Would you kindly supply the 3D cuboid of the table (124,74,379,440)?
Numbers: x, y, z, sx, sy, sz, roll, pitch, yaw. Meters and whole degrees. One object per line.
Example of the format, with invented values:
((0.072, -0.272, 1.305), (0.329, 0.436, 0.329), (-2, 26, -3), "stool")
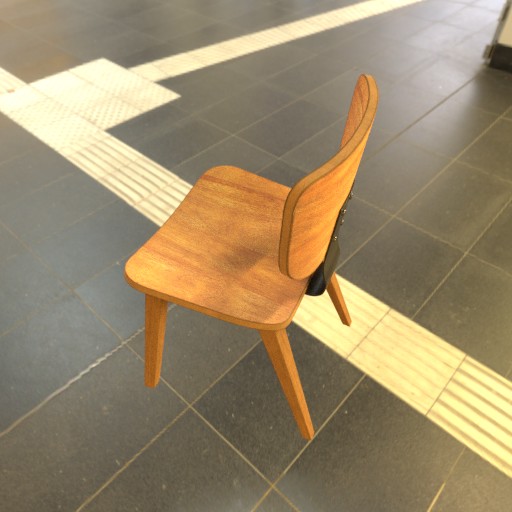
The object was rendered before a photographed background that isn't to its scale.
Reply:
((0.000, 0.000, 1.091), (0.500, 0.805, 0.499), (17, 48, 16), "table")
